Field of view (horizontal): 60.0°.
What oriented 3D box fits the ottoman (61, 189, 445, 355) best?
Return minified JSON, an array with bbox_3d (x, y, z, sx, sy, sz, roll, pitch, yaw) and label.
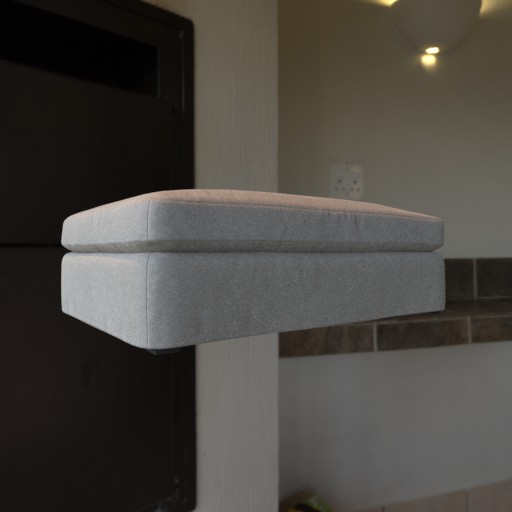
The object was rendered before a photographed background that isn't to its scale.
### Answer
[{"bbox_3d":[0.000,0.000,1.633,1.199,0.429,0.840,0,1,-36],"label":"ottoman"}]
